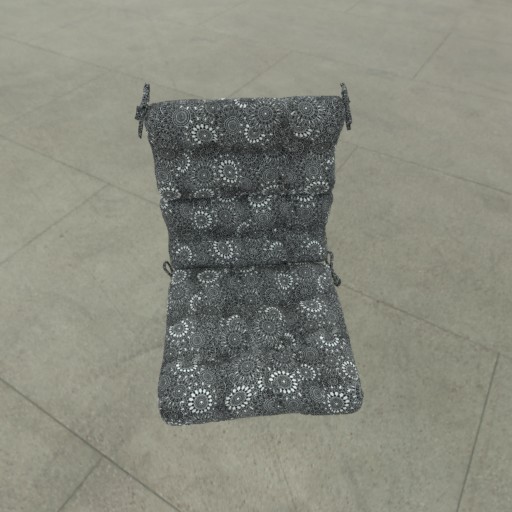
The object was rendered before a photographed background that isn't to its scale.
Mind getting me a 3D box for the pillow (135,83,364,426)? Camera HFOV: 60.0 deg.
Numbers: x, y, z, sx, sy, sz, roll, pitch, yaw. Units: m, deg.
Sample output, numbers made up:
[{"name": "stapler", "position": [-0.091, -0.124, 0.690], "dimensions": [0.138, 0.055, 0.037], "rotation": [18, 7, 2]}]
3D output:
[{"name": "pillow", "position": [0.000, 0.000, 1.040], "dimensions": [0.519, 0.605, 0.571], "rotation": [-3, 46, -3]}]
